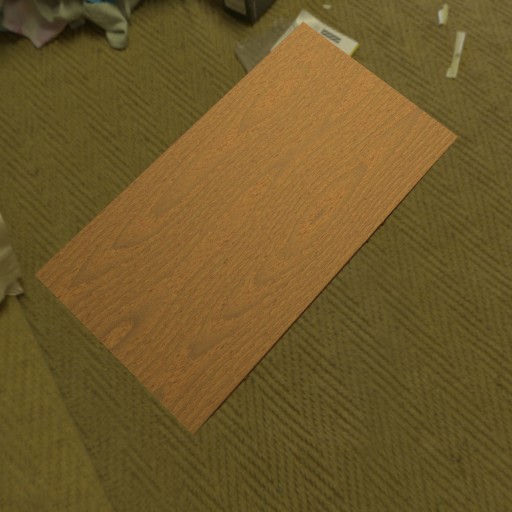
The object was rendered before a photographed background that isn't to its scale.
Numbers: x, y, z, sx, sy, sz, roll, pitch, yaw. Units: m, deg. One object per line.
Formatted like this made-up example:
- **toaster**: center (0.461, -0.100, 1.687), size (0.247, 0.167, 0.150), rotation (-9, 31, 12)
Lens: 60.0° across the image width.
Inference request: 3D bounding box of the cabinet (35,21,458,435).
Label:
- **cabinet**: center (0.000, 0.000, 1.158), size (0.388, 0.748, 0.712), rotation (41, 79, 10)
